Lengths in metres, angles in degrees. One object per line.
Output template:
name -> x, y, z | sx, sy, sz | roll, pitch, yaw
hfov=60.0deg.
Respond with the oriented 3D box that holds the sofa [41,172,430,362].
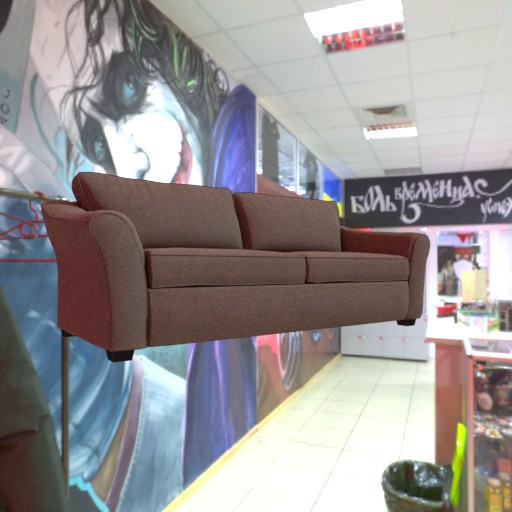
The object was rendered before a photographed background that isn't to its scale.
sofa -> 0.000, 0.000, 2.703 | 2.270, 0.906, 0.986 | 1, -2, -35
